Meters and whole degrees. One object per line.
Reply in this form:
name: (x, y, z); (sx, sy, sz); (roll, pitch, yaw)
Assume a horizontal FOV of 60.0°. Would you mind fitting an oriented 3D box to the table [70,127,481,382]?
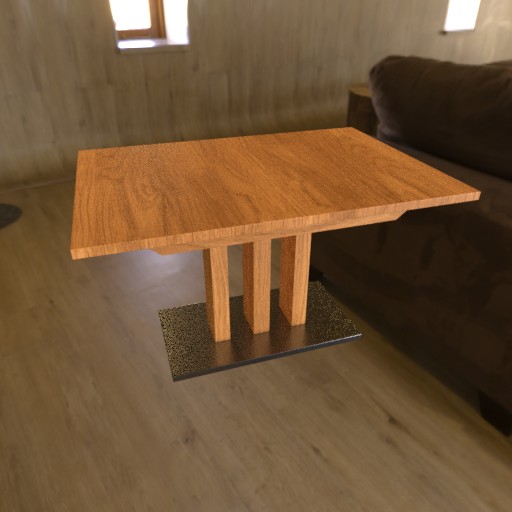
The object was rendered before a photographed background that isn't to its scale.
table: (0.000, 0.000, 1.883); (1.300, 0.770, 0.900); (-9, 32, -15)
